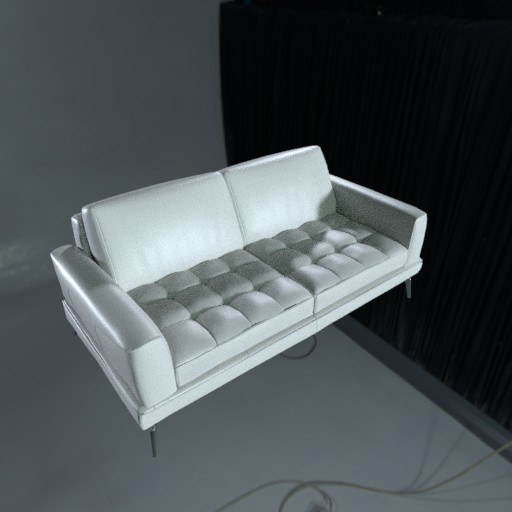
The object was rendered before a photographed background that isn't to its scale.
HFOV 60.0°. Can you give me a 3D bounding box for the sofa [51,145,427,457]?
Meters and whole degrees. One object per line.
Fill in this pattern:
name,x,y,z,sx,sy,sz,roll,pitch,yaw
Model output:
sofa,0.000,0.000,2.787,2.177,0.930,1.121,-22,38,-32
